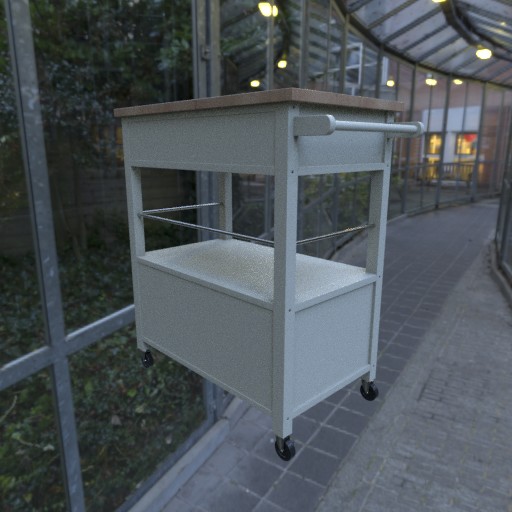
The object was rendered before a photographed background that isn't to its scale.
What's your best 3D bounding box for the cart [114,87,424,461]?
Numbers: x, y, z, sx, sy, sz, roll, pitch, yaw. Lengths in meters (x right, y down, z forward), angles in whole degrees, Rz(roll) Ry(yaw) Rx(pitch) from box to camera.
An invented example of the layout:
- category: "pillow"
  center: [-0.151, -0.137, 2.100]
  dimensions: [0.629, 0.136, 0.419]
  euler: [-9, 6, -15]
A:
- category: "cart"
  center: [0.000, 0.000, 1.394]
  dimensions: [0.459, 0.901, 0.840]
  euler: [-13, 19, -42]
